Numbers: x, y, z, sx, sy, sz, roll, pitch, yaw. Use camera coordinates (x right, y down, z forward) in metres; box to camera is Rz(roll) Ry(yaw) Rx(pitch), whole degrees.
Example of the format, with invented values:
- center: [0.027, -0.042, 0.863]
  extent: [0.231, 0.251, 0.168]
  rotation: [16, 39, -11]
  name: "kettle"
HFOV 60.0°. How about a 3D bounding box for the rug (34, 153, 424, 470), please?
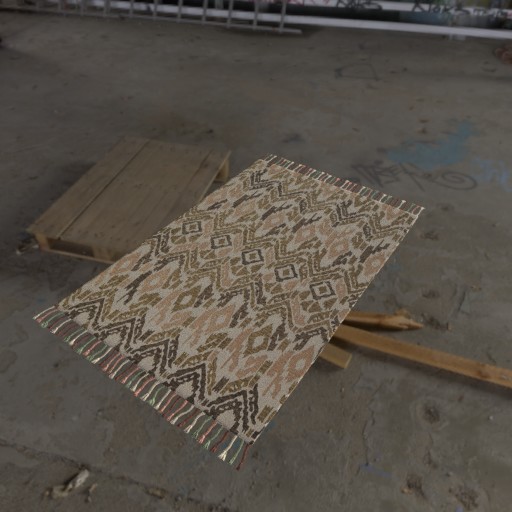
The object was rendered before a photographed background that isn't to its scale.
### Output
- center: [0.000, 0.000, 3.020]
  extent: [1.524, 0.008, 2.438]
  rotation: [25, 48, 26]
  name: "rug"
